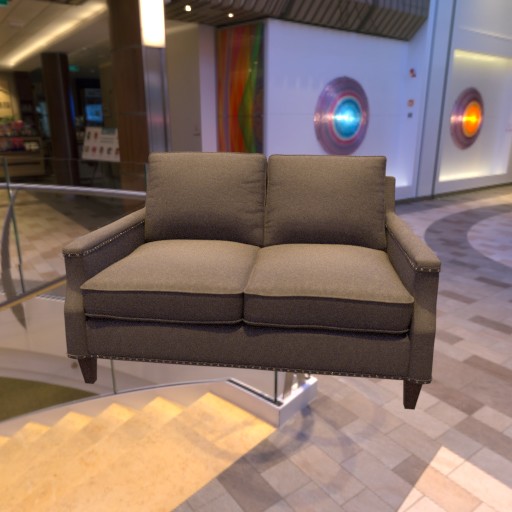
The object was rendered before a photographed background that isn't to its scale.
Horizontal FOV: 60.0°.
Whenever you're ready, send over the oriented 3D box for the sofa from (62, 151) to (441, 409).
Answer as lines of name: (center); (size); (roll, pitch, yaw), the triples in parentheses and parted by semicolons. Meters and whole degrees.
sofa: (0.000, 0.000, 2.290); (1.597, 1.003, 1.084); (2, 17, 7)
